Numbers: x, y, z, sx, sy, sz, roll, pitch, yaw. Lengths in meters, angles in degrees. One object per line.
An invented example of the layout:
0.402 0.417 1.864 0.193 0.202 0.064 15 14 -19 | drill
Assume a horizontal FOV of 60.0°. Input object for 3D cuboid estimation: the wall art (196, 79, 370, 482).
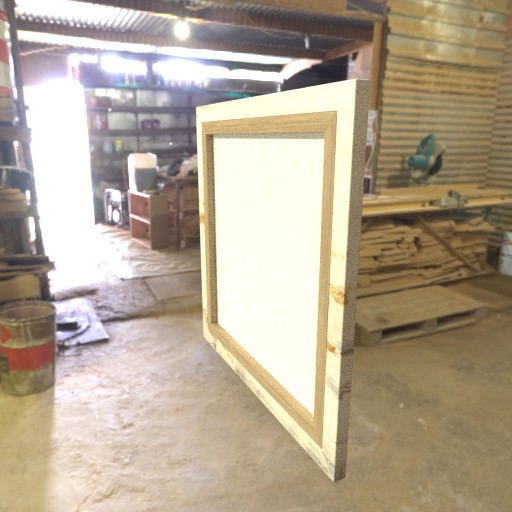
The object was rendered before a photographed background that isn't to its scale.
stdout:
0.000 0.000 1.508 0.040 1.018 1.015 -7 17 -26 | wall art
